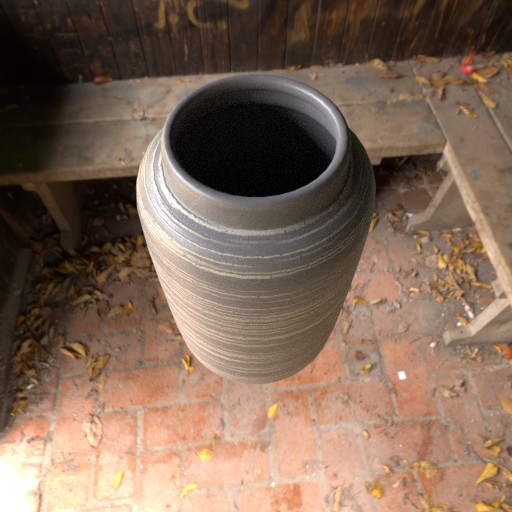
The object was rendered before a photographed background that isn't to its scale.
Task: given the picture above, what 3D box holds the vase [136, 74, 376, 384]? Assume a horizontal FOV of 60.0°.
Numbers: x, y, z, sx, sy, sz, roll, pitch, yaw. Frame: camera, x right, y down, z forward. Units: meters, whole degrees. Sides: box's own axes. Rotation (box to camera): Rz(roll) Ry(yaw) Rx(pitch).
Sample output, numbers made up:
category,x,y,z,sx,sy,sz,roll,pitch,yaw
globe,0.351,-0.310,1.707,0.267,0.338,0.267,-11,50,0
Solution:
category,x,y,z,sx,sy,sz,roll,pitch,yaw
vase,0.000,0.000,0.681,0.297,0.499,0.297,0,58,0
